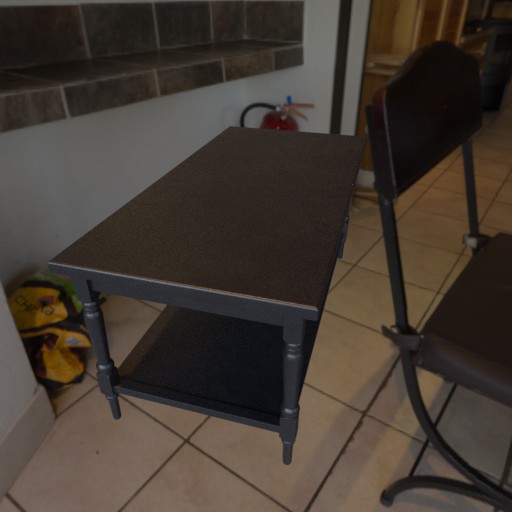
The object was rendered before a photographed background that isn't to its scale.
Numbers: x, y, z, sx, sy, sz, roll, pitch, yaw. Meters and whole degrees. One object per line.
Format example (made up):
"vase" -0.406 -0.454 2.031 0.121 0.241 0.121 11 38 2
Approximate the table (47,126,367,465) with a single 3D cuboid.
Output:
"table" 0.000 0.000 1.408 0.550 0.510 1.107 9 32 14
